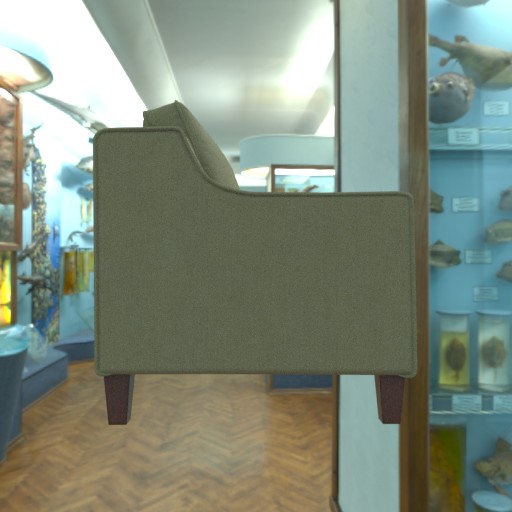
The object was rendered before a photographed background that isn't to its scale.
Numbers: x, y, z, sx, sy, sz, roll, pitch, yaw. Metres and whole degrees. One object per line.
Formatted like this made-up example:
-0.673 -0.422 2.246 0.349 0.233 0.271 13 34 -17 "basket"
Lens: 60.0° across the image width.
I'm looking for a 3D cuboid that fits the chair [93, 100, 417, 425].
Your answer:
0.000 0.000 1.634 0.909 0.960 0.831 0 0 -1 "chair"
